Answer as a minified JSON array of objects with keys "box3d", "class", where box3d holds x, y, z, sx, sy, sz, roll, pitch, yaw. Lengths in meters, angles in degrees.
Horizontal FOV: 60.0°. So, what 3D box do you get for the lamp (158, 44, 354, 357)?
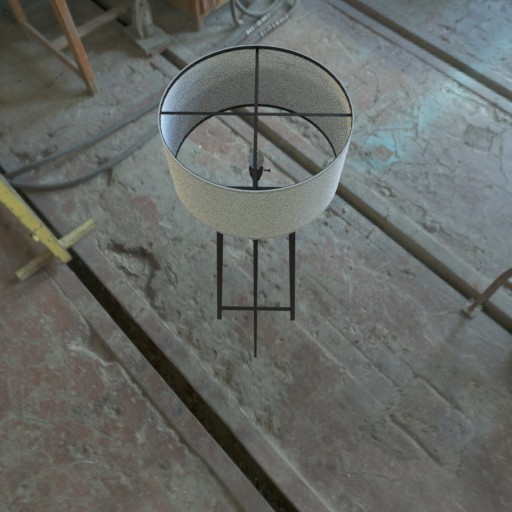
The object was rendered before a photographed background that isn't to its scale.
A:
[{"box3d":[0.000,0.000,1.711,0.456,1.510,0.457,1,63,0],"class":"lamp"}]
